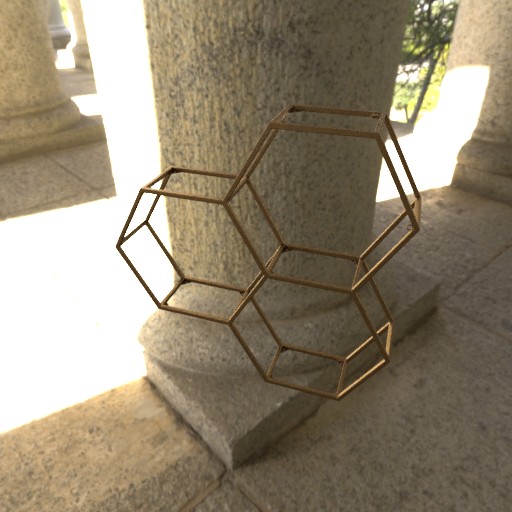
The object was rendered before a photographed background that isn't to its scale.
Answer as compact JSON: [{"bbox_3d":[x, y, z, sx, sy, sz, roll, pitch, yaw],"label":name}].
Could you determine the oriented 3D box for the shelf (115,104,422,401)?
[{"bbox_3d":[0.000,0.000,1.091,0.708,0.701,0.150,10,34,16],"label":"shelf"}]
